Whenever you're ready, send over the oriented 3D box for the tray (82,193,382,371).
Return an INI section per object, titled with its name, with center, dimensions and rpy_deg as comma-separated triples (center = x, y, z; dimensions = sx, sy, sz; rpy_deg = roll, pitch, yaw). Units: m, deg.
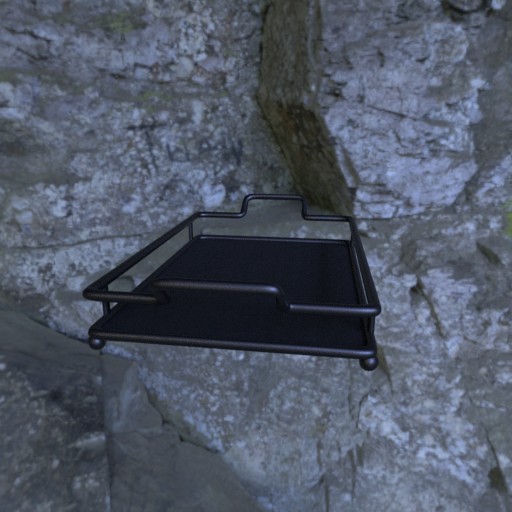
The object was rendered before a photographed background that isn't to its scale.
[tray]
center = 0.000, 0.000, 0.622
dimensions = 0.297, 0.101, 0.495
rpy_deg = 2, 17, 8
